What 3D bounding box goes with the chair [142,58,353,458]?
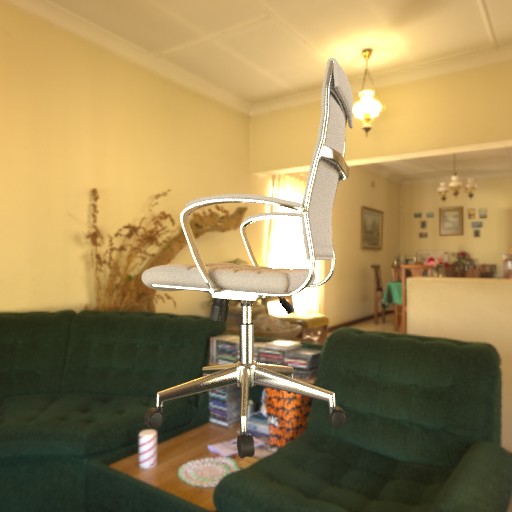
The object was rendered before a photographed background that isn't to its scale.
[{"bbox_3d":[0.000,0.000,1.578,0.667,1.149,0.679,0,0,18],"label":"chair"}]
